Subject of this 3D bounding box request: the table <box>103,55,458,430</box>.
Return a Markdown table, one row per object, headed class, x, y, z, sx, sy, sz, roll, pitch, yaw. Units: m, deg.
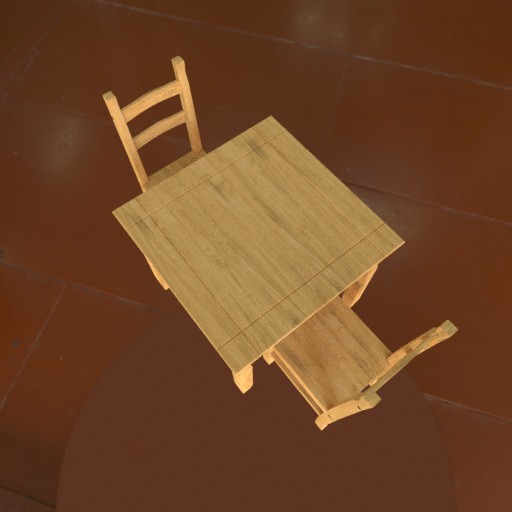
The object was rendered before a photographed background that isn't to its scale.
| class | x | y | z | sx | sy | sz | roll | pitch | yaw |
| --- | --- | --- | --- | --- | --- | --- | --- | --- | --- |
| table | 0.000 | 0.000 | 1.962 | 0.813 | 0.942 | 1.501 | -35 | 69 | -16 |
